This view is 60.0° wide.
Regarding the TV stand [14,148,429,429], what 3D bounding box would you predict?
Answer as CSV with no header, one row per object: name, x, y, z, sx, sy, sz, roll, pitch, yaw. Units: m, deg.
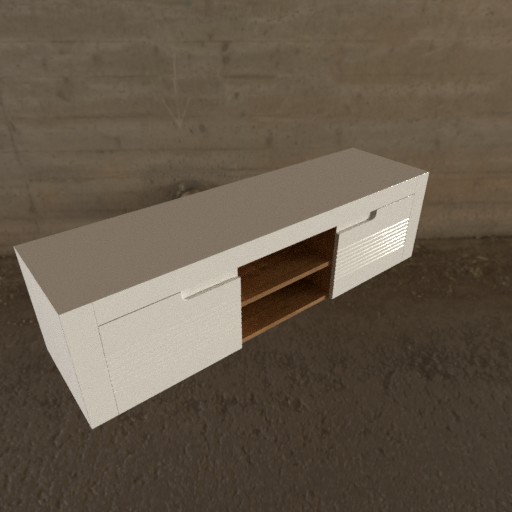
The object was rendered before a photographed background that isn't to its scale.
TV stand,0.000,0.000,1.682,1.500,0.440,0.410,-22,38,-32
